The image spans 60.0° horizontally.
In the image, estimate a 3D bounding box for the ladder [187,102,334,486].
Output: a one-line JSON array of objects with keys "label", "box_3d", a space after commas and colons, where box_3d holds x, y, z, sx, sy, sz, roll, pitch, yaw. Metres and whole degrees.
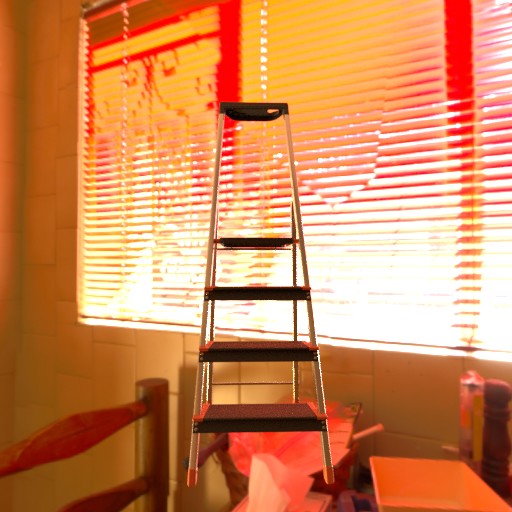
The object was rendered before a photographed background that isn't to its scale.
[{"label": "ladder", "box_3d": [0.000, 0.000, 1.793, 0.452, 1.429, 0.834, 0, -2, -2]}]
